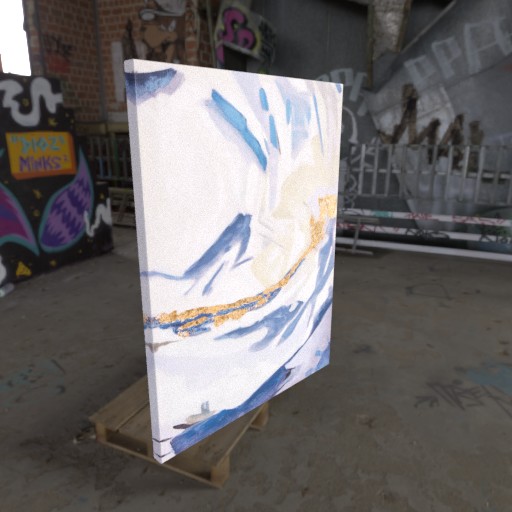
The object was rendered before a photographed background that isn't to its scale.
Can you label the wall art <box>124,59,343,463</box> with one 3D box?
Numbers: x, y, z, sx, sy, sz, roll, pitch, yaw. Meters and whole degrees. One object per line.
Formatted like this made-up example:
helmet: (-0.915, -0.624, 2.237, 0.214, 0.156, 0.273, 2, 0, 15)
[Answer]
wall art: (0.000, 0.000, 1.331, 0.761, 1.015, 0.038, -15, 22, -43)
